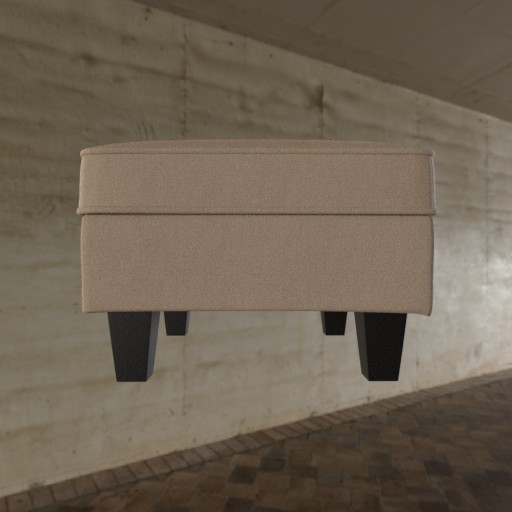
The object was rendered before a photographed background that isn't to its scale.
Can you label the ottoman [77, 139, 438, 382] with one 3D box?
[{"bbox_3d":[0.000,0.000,1.020,0.616,0.438,0.613,0,0,-1],"label":"ottoman"}]
